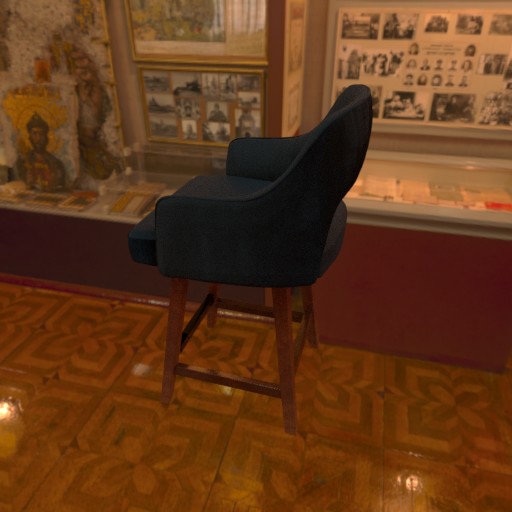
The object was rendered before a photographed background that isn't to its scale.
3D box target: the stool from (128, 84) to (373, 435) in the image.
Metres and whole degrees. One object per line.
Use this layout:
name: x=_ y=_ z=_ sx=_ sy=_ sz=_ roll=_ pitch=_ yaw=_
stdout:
stool: x=0.000 y=0.000 z=1.298 sx=0.560 sy=0.940 sz=0.550 roll=8 pitch=31 yaw=14
